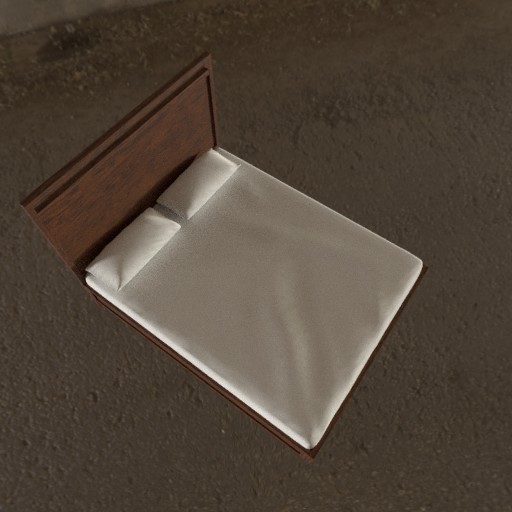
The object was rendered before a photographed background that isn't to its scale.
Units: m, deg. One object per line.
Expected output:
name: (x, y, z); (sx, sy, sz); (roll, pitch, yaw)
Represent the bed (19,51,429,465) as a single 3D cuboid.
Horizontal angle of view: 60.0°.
bed: (0.000, 0.000, 3.317); (2.218, 1.487, 1.765); (32, 65, 17)
